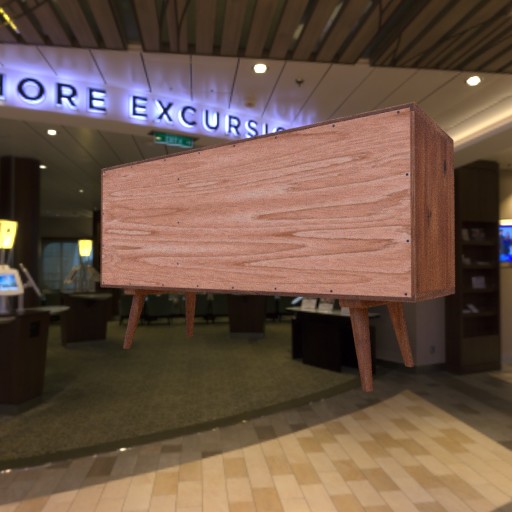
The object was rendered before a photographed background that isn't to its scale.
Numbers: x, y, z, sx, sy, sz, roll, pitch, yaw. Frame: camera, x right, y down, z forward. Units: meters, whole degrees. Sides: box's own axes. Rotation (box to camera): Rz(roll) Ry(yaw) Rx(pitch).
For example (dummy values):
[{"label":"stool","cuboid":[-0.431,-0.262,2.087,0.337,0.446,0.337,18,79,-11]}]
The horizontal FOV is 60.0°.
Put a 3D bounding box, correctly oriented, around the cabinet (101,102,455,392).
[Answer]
[{"label":"cabinet","cuboid":[0.000,0.000,1.782,1.400,0.800,0.472,-1,-1,36]}]
